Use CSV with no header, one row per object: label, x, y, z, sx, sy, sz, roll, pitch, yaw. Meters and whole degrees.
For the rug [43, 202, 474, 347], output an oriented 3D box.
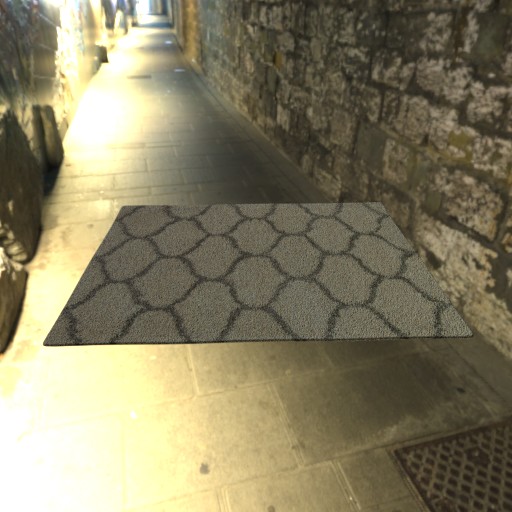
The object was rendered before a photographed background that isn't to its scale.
rug,0.000,0.000,4.089,3.000,0.026,2.399,-1,30,-1
